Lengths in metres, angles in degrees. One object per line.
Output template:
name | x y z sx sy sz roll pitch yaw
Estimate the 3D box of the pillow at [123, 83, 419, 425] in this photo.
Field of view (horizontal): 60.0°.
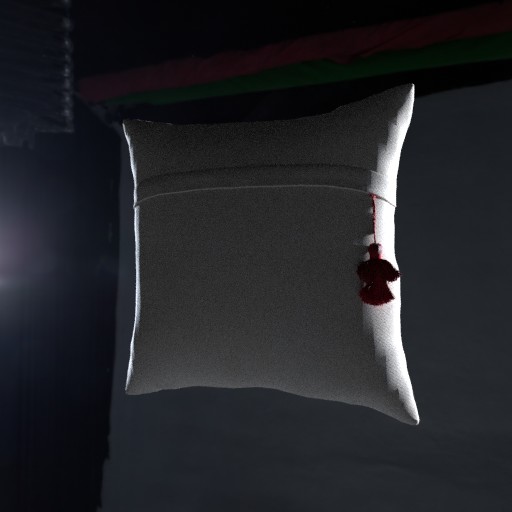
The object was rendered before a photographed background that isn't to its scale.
pillow | 0.000 0.000 0.634 0.433 0.436 0.173 -1 -3 18
